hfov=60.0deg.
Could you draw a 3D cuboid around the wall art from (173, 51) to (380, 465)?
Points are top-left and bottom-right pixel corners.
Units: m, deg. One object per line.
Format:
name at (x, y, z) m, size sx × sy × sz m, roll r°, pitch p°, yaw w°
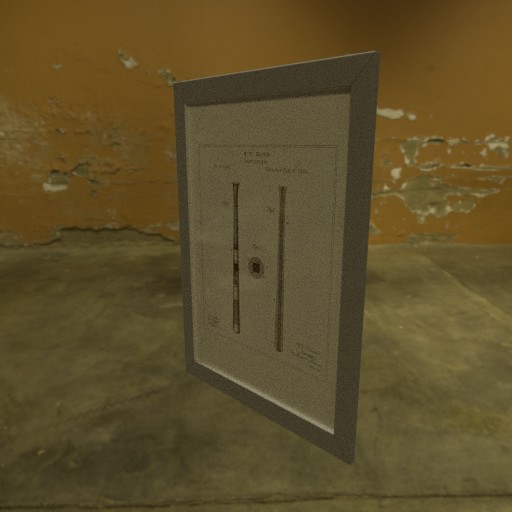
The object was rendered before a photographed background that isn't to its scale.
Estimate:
wall art at (0.000, 0.000, 0.677) m, size 0.374 × 0.529 × 0.012 m, roll 13°, pitch 20°, yaw 42°
